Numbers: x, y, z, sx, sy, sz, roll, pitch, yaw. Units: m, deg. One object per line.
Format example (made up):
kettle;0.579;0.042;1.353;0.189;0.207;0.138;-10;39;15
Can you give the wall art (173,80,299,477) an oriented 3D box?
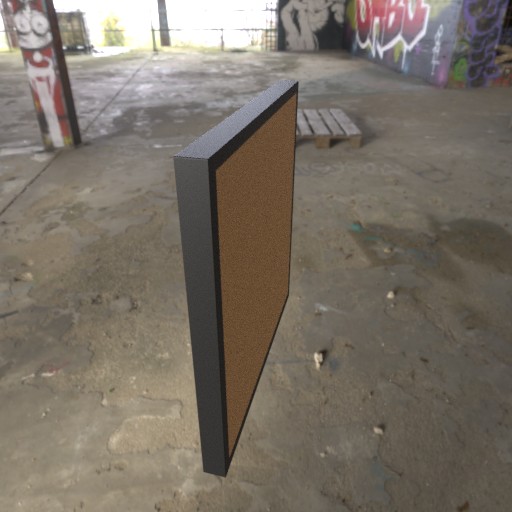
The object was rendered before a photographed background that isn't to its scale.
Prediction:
wall art;0.000;0.000;0.777;0.037;0.506;0.506;8;31;13
